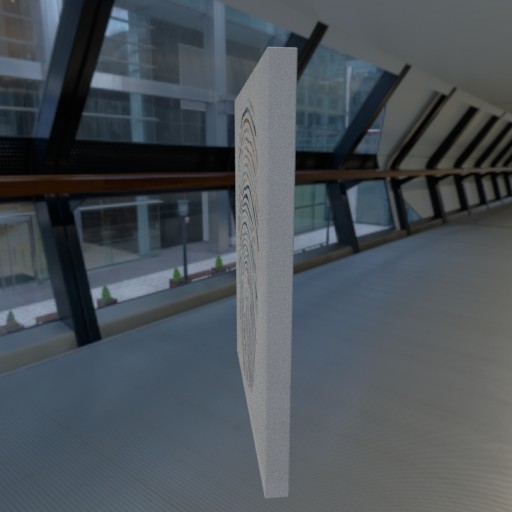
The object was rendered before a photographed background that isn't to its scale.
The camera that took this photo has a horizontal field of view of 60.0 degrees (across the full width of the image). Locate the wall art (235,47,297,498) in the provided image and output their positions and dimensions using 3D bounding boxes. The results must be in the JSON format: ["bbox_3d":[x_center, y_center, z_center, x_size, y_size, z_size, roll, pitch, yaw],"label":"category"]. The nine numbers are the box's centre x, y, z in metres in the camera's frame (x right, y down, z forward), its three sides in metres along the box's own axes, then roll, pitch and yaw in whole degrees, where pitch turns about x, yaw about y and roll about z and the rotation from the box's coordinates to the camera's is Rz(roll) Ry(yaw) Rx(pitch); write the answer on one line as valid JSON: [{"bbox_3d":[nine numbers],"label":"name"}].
[{"bbox_3d":[0.000,0.000,0.823,0.037,0.606,0.508,-2,13,-7],"label":"wall art"}]
